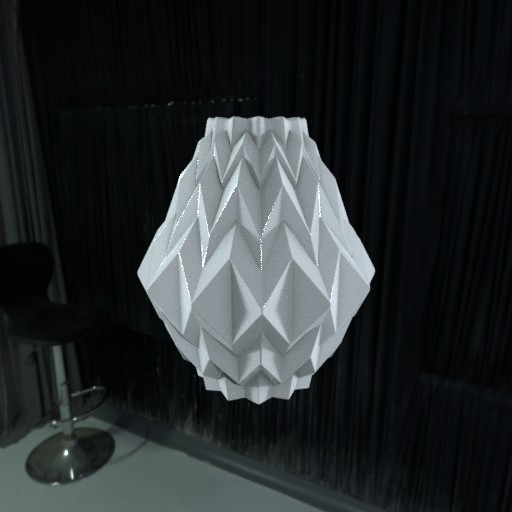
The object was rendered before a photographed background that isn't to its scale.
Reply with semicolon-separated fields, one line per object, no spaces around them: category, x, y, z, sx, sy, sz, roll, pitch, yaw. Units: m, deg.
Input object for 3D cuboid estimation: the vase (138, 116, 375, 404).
vase;0.000;0.000;0.312;0.164;0.185;0.164;0;15;0
